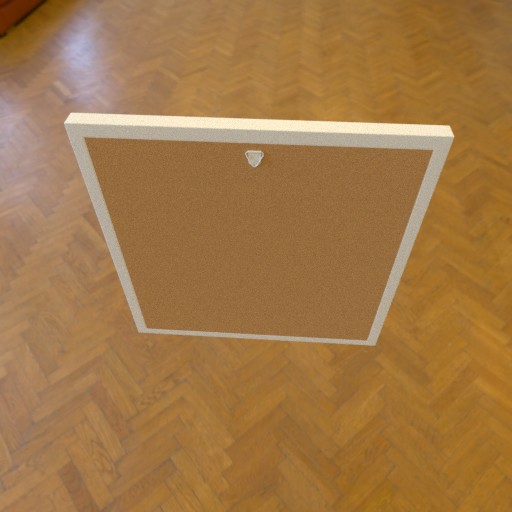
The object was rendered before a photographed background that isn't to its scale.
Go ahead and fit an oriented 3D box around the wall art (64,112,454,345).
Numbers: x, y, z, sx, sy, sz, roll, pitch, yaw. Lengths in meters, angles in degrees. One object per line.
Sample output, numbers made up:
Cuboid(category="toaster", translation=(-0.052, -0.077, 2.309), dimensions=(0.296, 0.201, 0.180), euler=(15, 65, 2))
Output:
Cuboid(category="wall art", translation=(0.000, 0.000, 1.152), dimensions=(0.761, 0.762, 0.050), euler=(3, 48, 2))
